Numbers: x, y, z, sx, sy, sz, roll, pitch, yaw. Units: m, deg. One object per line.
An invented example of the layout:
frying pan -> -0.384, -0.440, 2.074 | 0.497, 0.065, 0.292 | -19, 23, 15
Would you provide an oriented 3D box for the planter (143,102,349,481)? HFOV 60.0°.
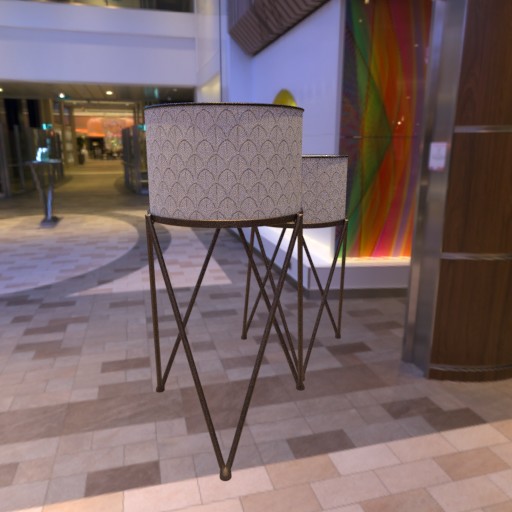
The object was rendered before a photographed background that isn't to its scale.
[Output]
planter -> 0.000, 0.000, 1.176 | 0.413, 0.712, 0.769 | 7, 16, 28
